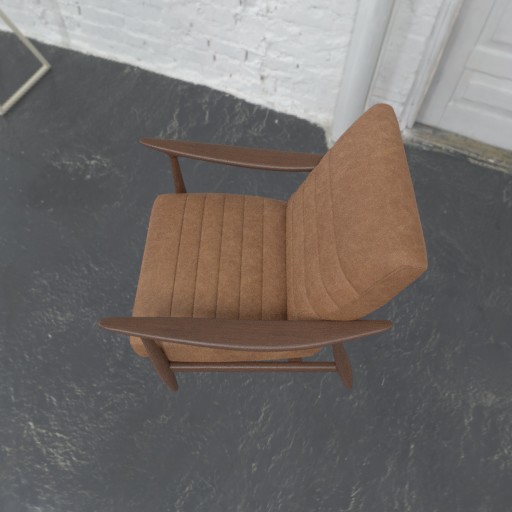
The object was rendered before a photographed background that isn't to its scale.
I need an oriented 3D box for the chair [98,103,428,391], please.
[{"bbox_3d":[0.000,0.000,1.469,0.798,0.832,0.741,1,58,1],"label":"chair"}]
